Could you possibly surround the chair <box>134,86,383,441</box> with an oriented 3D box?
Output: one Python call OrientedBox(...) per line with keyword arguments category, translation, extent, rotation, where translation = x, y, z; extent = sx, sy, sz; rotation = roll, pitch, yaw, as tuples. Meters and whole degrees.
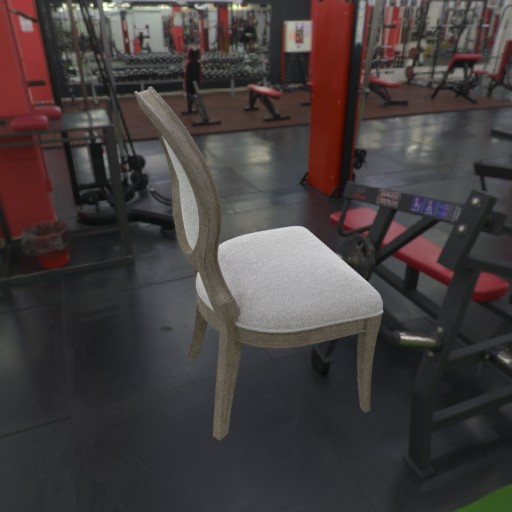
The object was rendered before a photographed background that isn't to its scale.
OrientedBox(category="chair", translation=(0.000, 0.000, 1.351), extent=(0.602, 0.990, 0.558), rotation=(-10, 29, -18))
